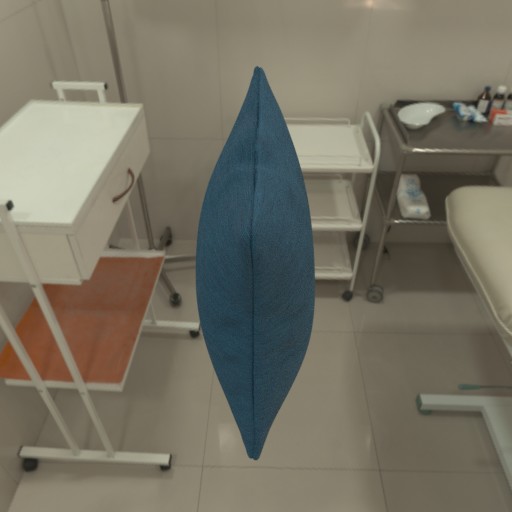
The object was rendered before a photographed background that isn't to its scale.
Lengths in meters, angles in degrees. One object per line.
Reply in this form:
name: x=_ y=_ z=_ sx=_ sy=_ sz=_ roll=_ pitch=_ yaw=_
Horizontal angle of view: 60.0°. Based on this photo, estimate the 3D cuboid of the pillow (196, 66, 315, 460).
pillow: x=0.000 y=0.000 z=0.665 sx=0.177 sy=0.420 sz=0.437 roll=1 pitch=41 yaw=1
